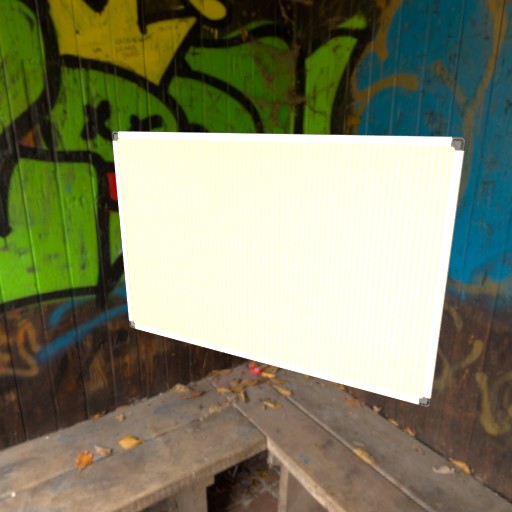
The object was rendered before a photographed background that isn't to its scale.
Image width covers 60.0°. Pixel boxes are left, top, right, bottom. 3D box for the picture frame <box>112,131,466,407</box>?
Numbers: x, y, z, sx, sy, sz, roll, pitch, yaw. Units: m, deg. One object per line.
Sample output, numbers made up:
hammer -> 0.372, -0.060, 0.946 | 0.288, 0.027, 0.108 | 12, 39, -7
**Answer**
picture frame -> 0.000, 0.000, 1.127 | 0.900, 0.600, 0.010 | 9, 19, 26
